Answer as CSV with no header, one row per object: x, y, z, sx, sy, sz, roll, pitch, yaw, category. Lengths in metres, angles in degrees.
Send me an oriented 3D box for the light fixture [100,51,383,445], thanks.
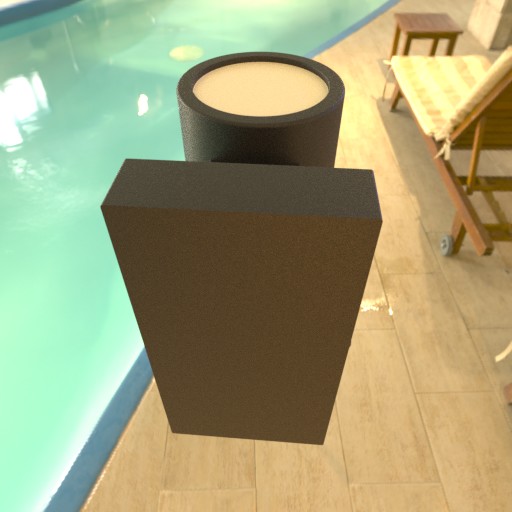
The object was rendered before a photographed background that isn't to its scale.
0.000,0.000,0.255,0.098,0.179,0.138,3,45,3,light fixture
